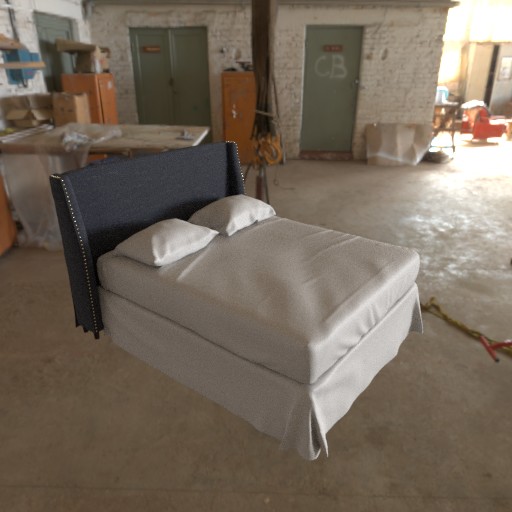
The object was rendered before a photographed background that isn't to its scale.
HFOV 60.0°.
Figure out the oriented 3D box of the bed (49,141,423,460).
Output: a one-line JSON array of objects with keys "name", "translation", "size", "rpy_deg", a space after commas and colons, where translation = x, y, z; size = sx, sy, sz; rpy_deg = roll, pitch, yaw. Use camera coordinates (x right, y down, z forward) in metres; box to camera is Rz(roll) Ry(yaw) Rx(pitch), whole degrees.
[{"name": "bed", "translation": [0.000, 0.000, 3.438], "size": [2.276, 1.332, 1.925], "rpy_deg": [17, 29, 34]}]
